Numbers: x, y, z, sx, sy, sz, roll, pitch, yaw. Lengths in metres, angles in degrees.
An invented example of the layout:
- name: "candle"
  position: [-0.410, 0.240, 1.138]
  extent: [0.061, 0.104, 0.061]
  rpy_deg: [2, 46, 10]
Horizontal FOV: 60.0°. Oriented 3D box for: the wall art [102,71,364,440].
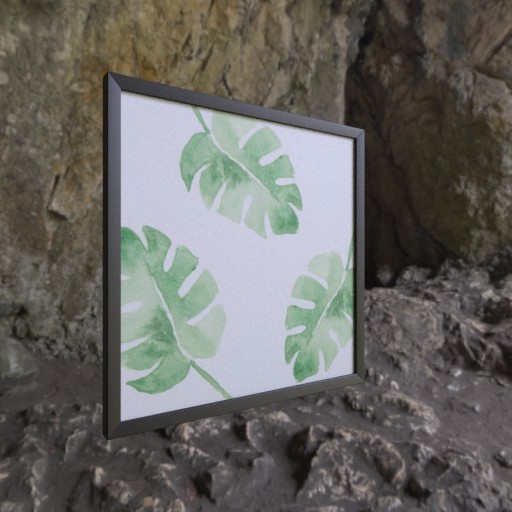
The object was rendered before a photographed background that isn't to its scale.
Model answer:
- name: "wall art"
  position: [0.000, 0.000, 1.145]
  extent: [0.765, 0.765, 0.038]
  rpy_deg: [0, 0, -34]
